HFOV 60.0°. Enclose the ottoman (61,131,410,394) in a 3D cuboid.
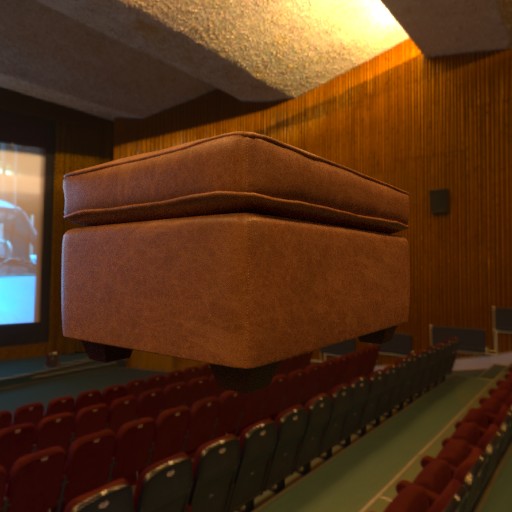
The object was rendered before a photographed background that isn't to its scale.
[{"bbox_3d":[0.000,0.000,1.118,0.554,0.468,0.756,-1,-2,37],"label":"ottoman"}]
